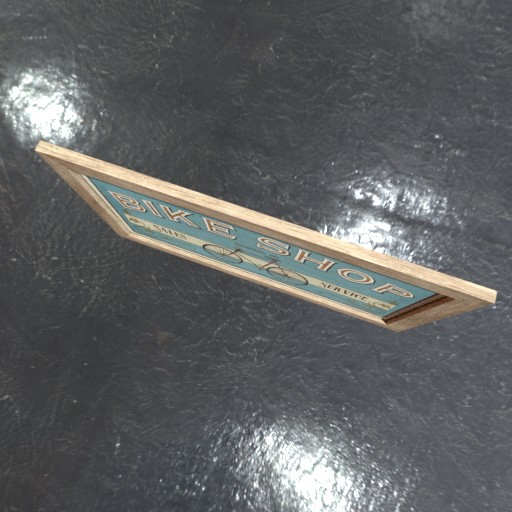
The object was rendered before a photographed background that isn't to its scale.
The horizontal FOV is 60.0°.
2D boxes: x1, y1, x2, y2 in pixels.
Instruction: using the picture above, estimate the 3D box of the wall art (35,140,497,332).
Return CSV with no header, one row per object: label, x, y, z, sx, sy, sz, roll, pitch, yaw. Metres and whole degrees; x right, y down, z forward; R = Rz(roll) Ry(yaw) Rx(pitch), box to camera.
wall art,0.000,0.000,0.944,0.780,0.480,0.021,19,76,5
